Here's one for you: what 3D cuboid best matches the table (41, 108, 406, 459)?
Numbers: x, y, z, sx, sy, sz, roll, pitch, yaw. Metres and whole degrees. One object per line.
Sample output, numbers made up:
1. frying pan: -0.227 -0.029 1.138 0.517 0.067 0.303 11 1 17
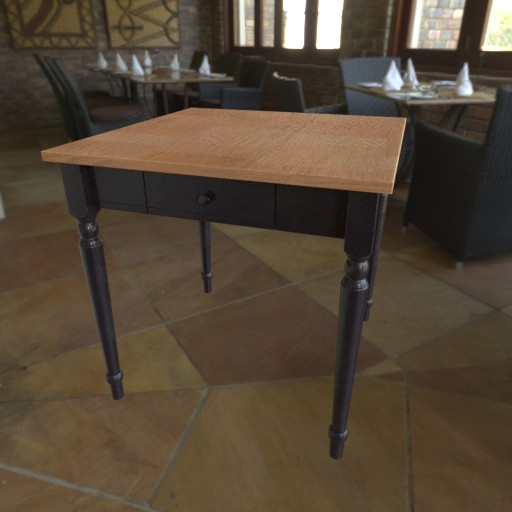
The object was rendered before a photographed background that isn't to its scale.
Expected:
1. table: 0.000 0.000 1.344 0.747 0.738 0.747 8 27 17
